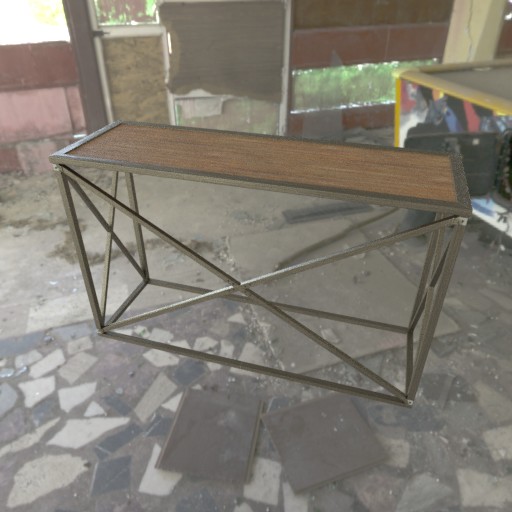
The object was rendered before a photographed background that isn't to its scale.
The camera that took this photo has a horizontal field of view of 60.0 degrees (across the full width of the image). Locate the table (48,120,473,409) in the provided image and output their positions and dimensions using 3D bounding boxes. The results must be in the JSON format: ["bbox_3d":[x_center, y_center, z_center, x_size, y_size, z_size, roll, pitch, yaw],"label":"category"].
[{"bbox_3d":[0.000,0.000,1.583,1.216,0.753,0.402,10,35,14],"label":"table"}]
